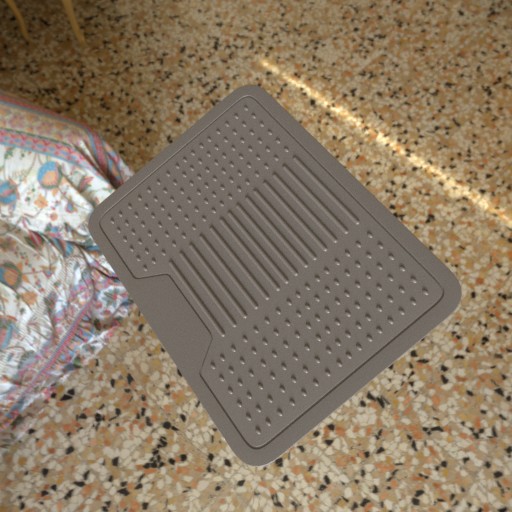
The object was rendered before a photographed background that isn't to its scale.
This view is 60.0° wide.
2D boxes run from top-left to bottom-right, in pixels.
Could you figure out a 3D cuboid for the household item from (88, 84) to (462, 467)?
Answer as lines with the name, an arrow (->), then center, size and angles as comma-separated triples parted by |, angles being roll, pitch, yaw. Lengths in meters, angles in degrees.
household item -> 0.000, 0.000, 0.544 | 0.301, 0.126, 0.390 | -34, 68, -15
